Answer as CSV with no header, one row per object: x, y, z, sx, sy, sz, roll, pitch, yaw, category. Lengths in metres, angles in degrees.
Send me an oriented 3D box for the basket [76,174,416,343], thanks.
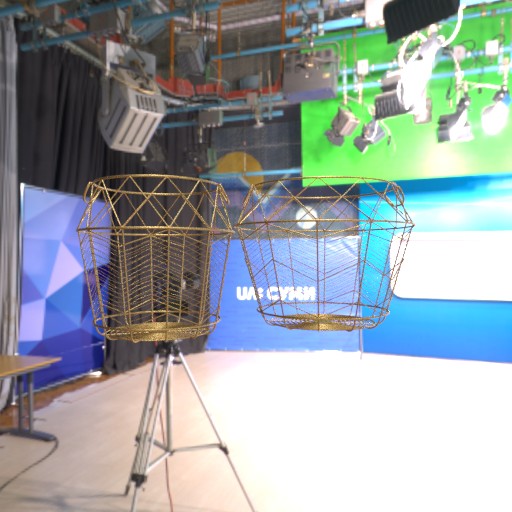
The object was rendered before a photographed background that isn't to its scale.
0.000,0.000,1.068,0.805,0.343,0.451,0,0,-19,basket
